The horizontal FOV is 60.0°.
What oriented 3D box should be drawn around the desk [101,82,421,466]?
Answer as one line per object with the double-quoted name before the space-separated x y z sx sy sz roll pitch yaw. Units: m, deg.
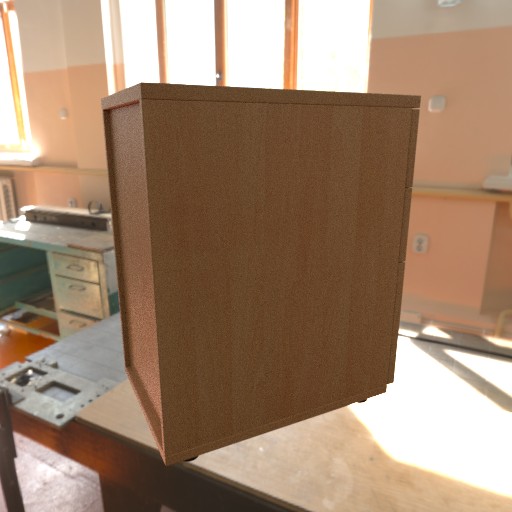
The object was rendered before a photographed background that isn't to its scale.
"desk" 0.000 0.000 1.080 0.600 0.730 0.404 -8 17 -26
